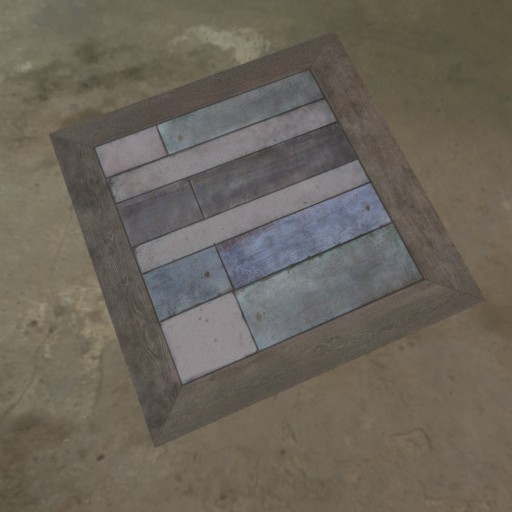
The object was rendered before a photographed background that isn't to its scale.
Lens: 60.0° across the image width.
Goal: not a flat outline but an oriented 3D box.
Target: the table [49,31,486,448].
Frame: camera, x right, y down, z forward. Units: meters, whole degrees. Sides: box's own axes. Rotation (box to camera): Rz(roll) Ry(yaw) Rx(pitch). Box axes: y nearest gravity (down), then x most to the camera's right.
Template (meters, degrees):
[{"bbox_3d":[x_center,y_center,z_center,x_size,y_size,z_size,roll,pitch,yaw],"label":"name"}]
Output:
[{"bbox_3d":[0.000,0.000,1.104,0.610,0.610,0.610,-22,76,-6],"label":"table"}]
